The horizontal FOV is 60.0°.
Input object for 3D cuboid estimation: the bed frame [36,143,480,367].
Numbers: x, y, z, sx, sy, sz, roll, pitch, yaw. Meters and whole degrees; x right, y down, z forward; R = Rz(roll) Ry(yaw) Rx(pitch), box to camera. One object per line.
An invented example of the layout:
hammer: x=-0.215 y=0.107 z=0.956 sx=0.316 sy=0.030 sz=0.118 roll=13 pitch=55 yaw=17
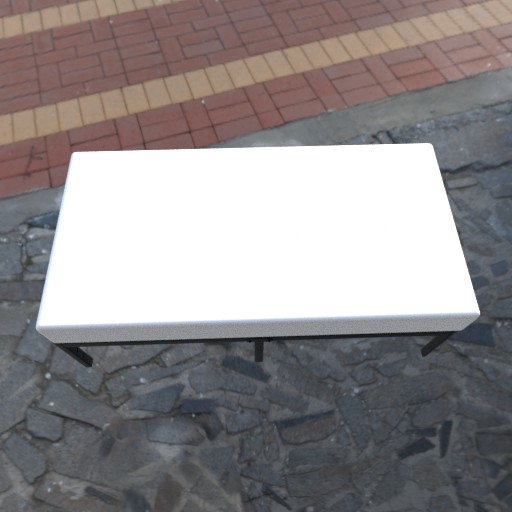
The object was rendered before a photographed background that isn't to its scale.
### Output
bed frame: x=0.000 y=0.000 z=2.443 sx=1.950 sy=0.659 sz=1.023 roll=-2 pitch=62 yaw=-1
